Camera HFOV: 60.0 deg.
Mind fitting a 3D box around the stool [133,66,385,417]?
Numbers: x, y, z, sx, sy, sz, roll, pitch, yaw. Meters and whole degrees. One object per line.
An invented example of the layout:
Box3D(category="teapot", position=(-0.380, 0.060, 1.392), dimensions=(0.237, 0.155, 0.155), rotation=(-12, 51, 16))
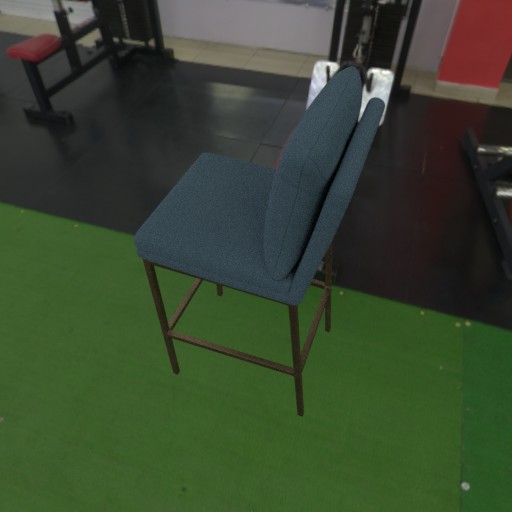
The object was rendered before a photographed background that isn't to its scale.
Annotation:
Box3D(category="stool", position=(0.000, 0.000, 1.439), dimensions=(0.568, 1.124, 0.463), rotation=(16, 48, 14))
